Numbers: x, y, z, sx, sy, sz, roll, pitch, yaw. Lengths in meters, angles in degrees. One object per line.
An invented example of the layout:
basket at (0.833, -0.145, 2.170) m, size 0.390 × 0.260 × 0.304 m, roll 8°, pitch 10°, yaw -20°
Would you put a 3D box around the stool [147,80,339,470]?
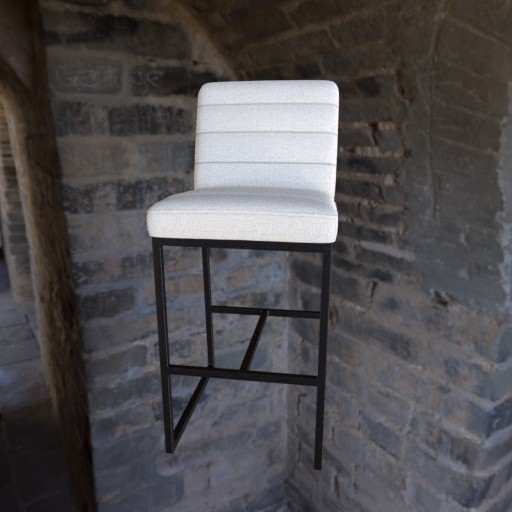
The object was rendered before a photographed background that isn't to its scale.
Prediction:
stool at (0.000, 0.000, 1.331) m, size 0.460 × 1.040 × 0.560 m, roll 2°, pitch 15°, yaw 9°
